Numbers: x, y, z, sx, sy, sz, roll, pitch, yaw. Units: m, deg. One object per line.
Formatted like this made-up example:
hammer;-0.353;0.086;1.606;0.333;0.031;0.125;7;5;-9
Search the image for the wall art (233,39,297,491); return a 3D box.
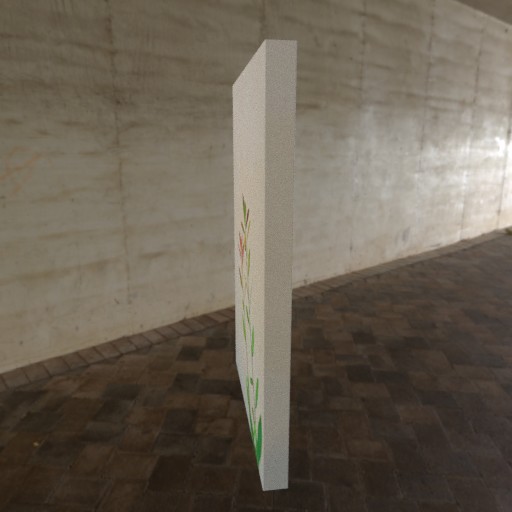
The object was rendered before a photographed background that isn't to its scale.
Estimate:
wall art;0.000;0.000;0.777;0.038;0.611;0.408;-2;14;-8
